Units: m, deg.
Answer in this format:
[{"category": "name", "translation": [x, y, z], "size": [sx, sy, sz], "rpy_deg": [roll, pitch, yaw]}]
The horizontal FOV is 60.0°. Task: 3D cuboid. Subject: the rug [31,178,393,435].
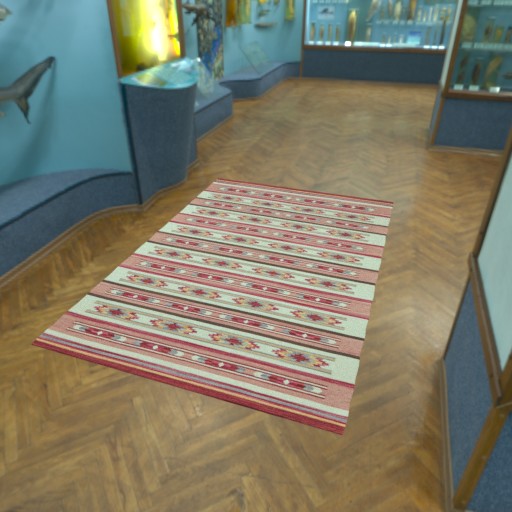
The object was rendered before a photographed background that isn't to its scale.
[{"category": "rug", "translation": [0.000, 0.000, 2.277], "size": [1.223, 0.008, 1.817], "rpy_deg": [11, 33, 17]}]
